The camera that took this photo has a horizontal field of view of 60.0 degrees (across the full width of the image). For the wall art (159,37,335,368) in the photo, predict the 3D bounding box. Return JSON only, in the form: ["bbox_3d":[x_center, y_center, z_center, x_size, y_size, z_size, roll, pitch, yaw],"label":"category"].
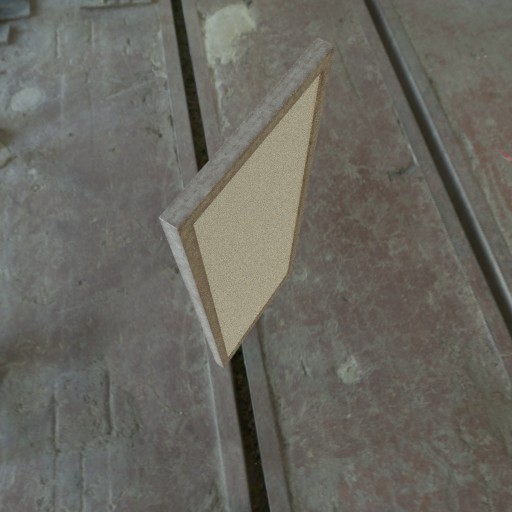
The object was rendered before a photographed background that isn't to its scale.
[{"bbox_3d":[0.000,0.000,1.688,0.051,1.461,0.648,31,69,14],"label":"wall art"}]
